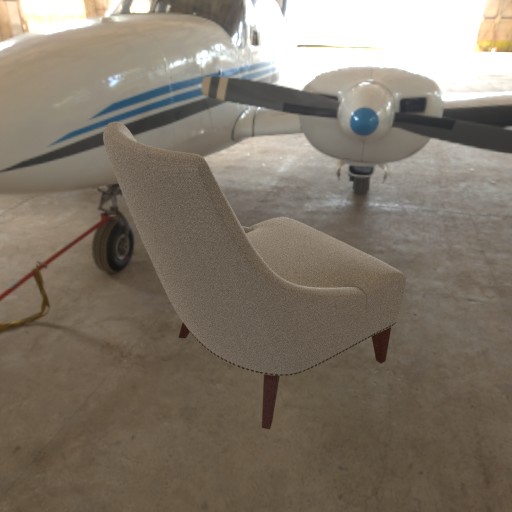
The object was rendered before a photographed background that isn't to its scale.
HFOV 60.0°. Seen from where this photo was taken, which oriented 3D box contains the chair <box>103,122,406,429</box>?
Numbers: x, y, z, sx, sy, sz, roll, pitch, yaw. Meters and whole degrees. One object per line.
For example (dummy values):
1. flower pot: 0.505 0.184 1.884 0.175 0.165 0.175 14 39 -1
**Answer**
1. chair: 0.000 0.000 1.541 0.861 0.909 0.701 -18 32 -32
